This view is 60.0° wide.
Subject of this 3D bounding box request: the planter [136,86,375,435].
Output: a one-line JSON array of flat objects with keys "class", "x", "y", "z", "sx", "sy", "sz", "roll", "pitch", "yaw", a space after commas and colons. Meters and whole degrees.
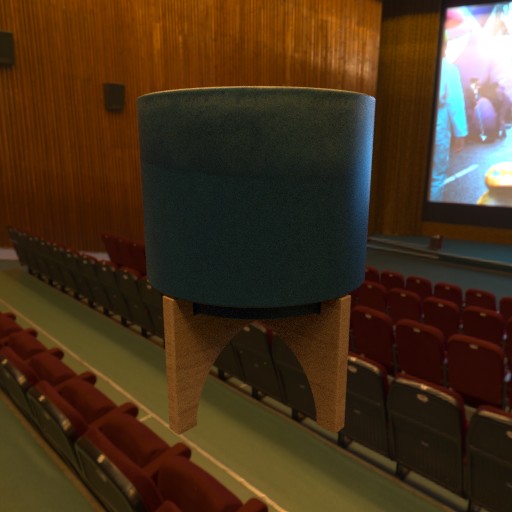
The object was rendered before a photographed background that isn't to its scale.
[{"class": "planter", "x": 0.000, "y": 0.000, "z": 0.399, "sx": 0.192, "sy": 0.263, "sz": 0.192, "roll": 0, "pitch": 14, "yaw": 0}]
